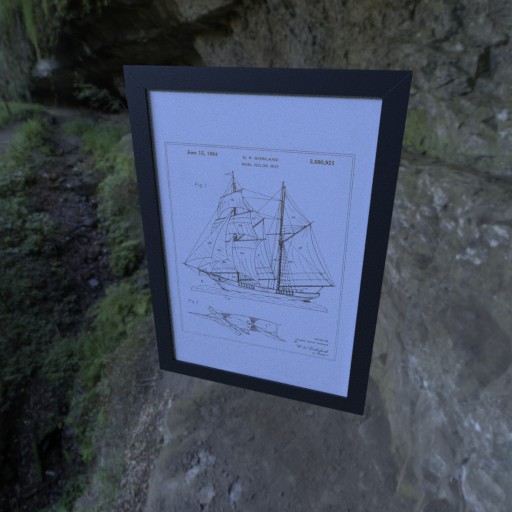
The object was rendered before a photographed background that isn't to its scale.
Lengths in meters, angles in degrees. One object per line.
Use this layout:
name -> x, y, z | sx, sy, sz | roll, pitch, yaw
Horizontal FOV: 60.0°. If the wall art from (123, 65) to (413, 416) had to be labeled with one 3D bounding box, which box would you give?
wall art -> 0.000, 0.000, 0.681 | 0.381, 0.534, 0.013 | 8, 27, 16
